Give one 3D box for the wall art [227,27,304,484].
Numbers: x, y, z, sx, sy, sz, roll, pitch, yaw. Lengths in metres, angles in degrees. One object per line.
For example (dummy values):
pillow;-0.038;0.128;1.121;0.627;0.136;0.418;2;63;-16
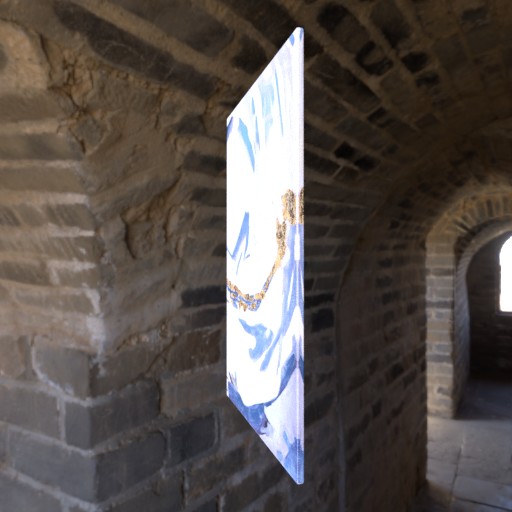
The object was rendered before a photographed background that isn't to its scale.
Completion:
wall art;0.000;0.000;1.176;0.016;0.914;0.610;0;0;-17
